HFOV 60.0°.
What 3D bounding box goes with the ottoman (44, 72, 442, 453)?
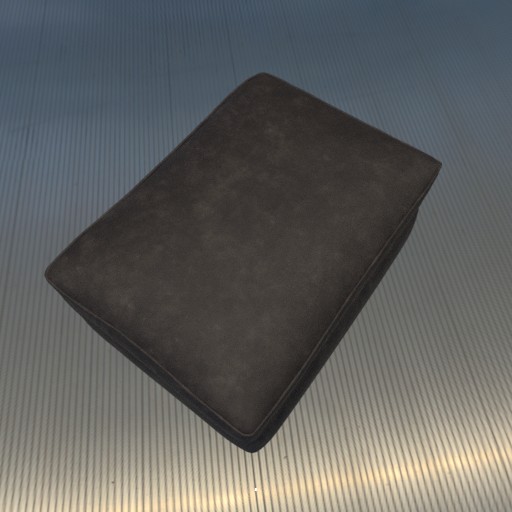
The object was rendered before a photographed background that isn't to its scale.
[{"bbox_3d":[0.000,0.000,0.977,0.501,0.413,0.665,33,67,16],"label":"ottoman"}]
